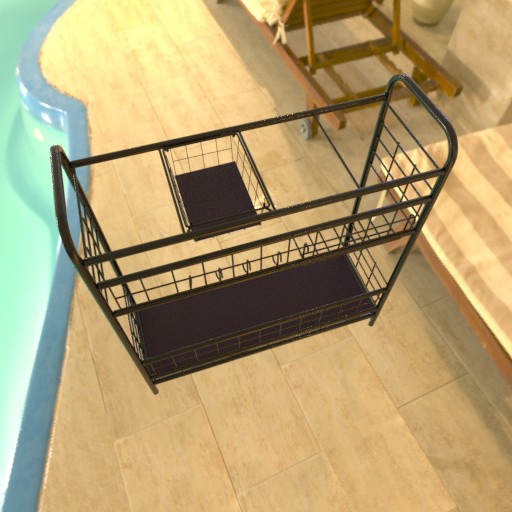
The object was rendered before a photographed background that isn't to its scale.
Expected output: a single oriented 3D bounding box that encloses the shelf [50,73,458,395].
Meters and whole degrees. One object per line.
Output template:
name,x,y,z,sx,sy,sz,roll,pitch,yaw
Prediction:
shelf,0.000,0.000,1.492,0.961,1.026,0.350,-15,57,-10
